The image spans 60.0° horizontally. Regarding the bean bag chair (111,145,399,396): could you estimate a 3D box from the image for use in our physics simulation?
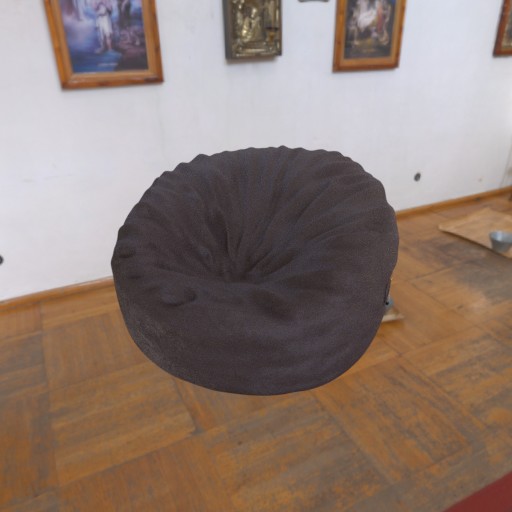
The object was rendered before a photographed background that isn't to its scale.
[{"bbox_3d":[0.000,0.000,2.046,1.245,0.821,1.245,0,26,0],"label":"bean bag chair"}]
